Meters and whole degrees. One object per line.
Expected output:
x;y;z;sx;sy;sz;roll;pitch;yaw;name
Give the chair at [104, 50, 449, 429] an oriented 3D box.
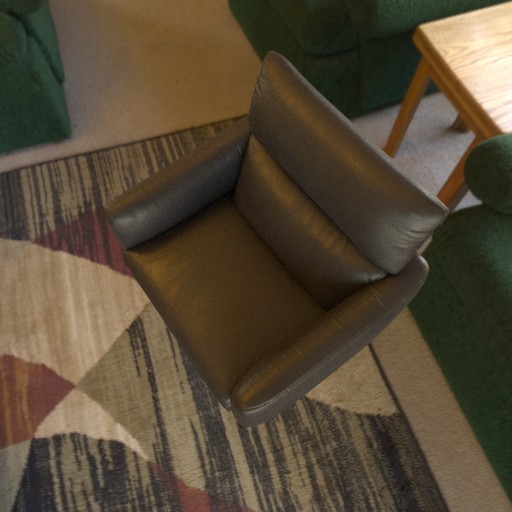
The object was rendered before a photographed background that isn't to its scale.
0.000;0.000;1.651;0.809;0.949;0.976;-33;68;-15;chair
